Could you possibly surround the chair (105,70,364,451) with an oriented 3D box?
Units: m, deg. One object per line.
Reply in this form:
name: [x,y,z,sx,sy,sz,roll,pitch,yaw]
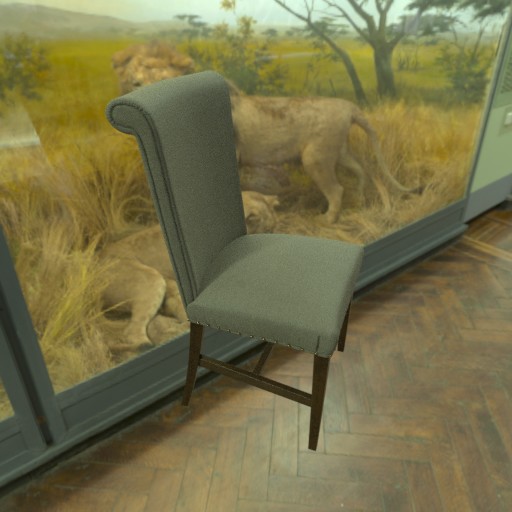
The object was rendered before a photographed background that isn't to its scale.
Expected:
chair: [0.000,0.000,1.367,0.608,0.988,0.513,10,32,17]
